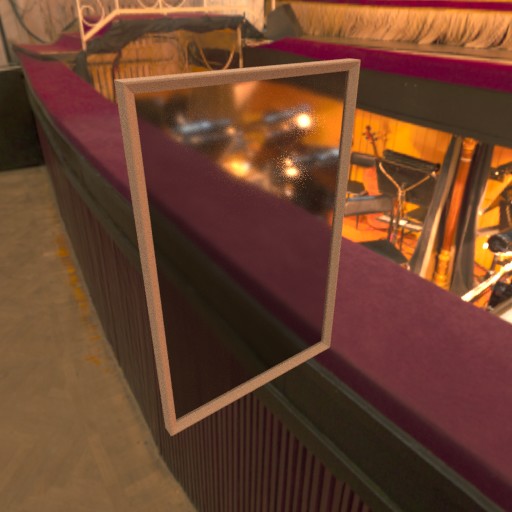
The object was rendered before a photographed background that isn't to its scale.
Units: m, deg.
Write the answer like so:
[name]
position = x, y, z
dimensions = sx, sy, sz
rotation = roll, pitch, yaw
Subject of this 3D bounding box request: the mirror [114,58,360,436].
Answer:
[mirror]
position = 0.000, 0.000, 1.164
dimensions = 0.609, 0.915, 0.041
rotation = -20, 35, -31
